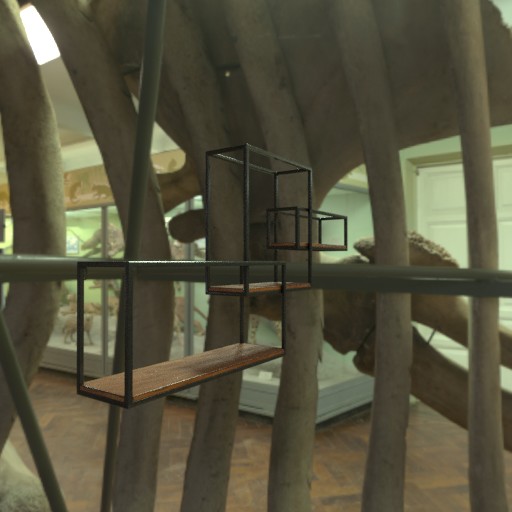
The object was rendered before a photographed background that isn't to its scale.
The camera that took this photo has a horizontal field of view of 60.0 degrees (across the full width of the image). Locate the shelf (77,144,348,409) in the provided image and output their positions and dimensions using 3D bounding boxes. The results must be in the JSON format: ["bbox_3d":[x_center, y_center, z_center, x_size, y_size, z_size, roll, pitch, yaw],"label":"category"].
[{"bbox_3d":[0.000,0.000,2.191,0.275,0.972,1.781,0,-1,35],"label":"shelf"}]
